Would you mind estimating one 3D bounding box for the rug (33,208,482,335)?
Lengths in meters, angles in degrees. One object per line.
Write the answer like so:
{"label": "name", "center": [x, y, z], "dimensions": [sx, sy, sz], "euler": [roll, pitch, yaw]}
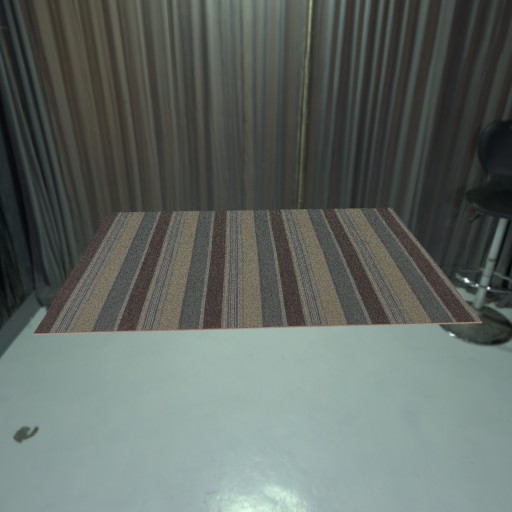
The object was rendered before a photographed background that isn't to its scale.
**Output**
{"label": "rug", "center": [0.000, 0.000, 2.331], "dimensions": [1.829, 0.008, 1.219], "euler": [-1, 29, -2]}
